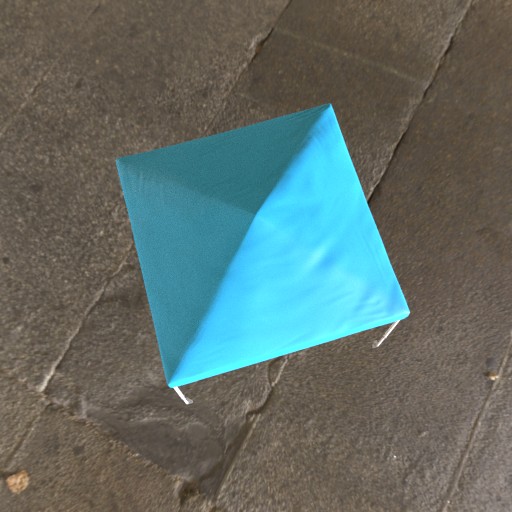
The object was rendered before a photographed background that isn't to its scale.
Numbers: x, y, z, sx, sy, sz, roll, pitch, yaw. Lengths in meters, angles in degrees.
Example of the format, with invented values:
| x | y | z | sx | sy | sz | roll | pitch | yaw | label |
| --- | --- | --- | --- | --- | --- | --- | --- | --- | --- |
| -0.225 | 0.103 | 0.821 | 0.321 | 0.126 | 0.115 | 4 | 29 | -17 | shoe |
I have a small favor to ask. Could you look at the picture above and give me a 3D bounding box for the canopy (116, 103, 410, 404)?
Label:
| x | y | z | sx | sy | sz | roll | pitch | yaw | label |
| --- | --- | --- | --- | --- | --- | --- | --- | --- | --- |
| 0.000 | 0.000 | 5.251 | 2.849 | 2.849 | 2.848 | -16 | 76 | -4 | canopy |
